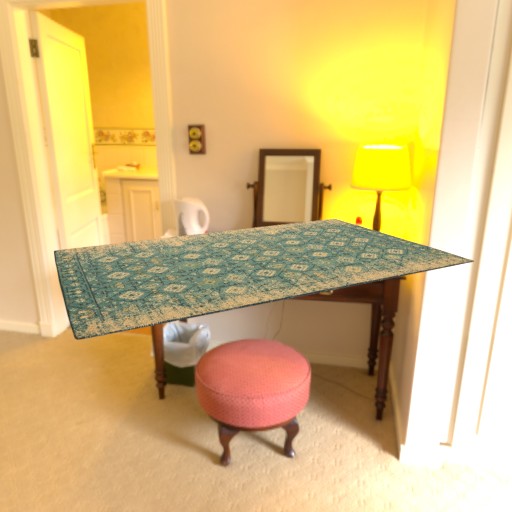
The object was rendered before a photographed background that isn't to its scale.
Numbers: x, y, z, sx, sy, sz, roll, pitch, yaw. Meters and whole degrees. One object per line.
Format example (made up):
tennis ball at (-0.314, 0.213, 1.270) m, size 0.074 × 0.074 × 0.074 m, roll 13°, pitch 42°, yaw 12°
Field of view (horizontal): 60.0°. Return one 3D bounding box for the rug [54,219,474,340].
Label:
rug at (0.000, 0.000, 2.197) m, size 1.795 × 0.008 × 1.102 m, roll -8°, pitch 18°, yaw -26°
